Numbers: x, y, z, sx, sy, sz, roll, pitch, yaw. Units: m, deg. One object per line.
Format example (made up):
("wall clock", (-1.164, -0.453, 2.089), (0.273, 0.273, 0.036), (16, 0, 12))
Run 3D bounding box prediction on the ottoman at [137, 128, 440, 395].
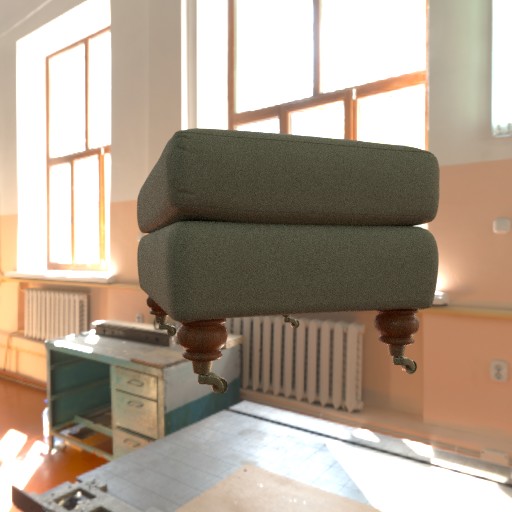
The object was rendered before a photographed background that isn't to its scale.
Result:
("ottoman", (0.000, 0.000, 1.168), (0.569, 0.504, 0.773), (0, 0, -19))
